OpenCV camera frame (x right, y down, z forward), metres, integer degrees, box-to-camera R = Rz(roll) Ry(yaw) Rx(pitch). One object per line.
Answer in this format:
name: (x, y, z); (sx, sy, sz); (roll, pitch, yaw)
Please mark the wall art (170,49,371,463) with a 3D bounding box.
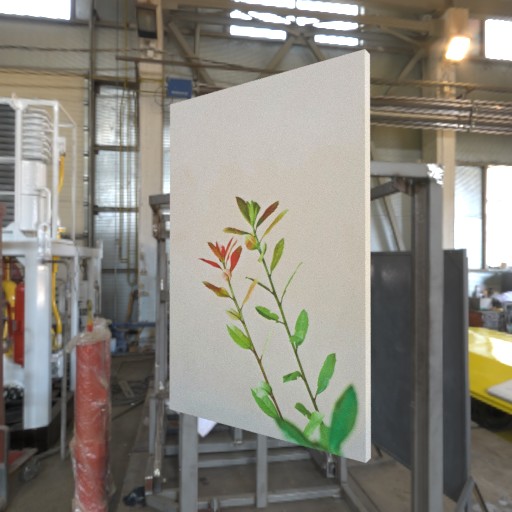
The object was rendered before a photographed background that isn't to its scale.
wall art: (0.000, 0.000, 1.458); (0.764, 1.143, 0.038); (0, -1, 35)
